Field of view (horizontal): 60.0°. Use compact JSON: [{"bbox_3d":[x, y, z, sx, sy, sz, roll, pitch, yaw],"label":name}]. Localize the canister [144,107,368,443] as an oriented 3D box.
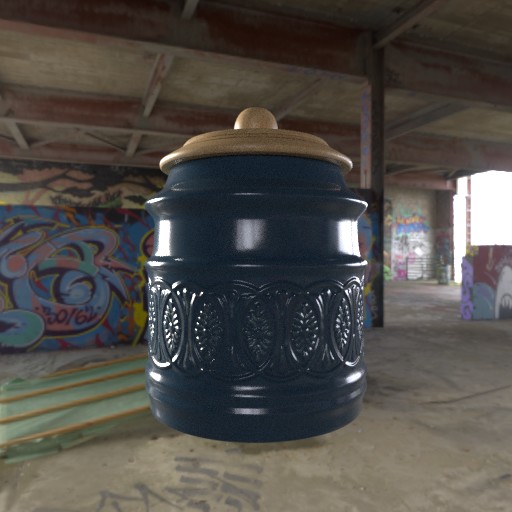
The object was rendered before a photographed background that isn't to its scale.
[{"bbox_3d":[0.000,0.000,0.266,0.130,0.176,0.130,0,0,0],"label":"canister"}]
